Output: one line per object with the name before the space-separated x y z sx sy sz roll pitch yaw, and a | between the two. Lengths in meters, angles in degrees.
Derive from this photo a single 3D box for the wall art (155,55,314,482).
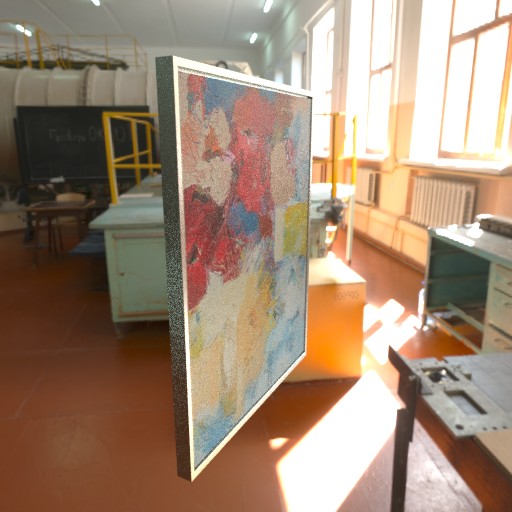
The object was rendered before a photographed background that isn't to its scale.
wall art | 0.000 0.000 0.763 0.025 0.569 0.444 8 16 27
